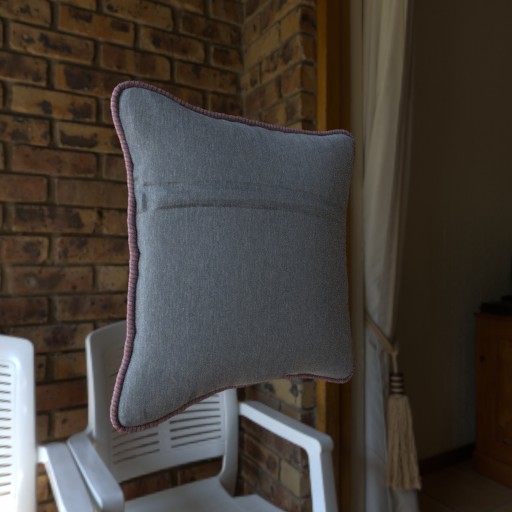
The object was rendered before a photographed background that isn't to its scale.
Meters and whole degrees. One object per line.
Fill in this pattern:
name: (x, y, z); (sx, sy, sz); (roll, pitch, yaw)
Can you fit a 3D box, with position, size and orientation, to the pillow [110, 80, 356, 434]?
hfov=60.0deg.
pillow: (0.000, 0.000, 0.739); (0.482, 0.491, 0.124); (0, 0, -36)
